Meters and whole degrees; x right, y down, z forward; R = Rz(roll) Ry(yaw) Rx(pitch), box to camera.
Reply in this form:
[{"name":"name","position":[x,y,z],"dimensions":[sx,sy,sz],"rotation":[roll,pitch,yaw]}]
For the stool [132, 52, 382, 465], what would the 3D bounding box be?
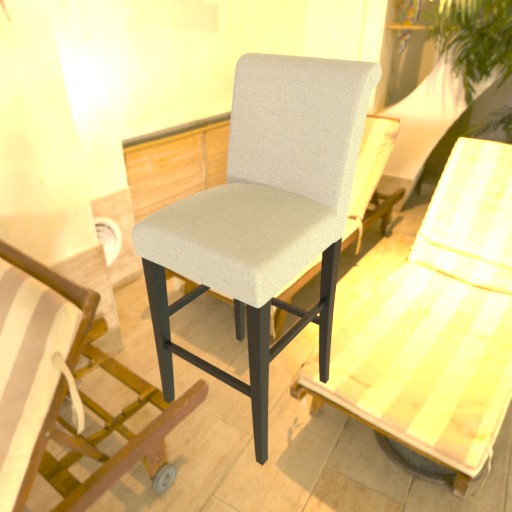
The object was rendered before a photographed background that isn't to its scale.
[{"name":"stool","position":[0.000,0.000,1.417],"dimensions":[0.452,1.124,0.597],"rotation":[20,36,31]}]
